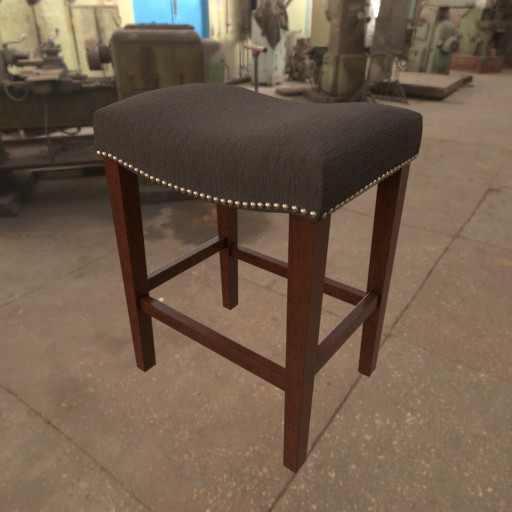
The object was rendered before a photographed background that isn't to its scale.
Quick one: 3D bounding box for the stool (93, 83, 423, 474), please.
[{"bbox_3d":[0.000,0.000,0.956,0.504,0.654,0.372,21,36,32],"label":"stool"}]
